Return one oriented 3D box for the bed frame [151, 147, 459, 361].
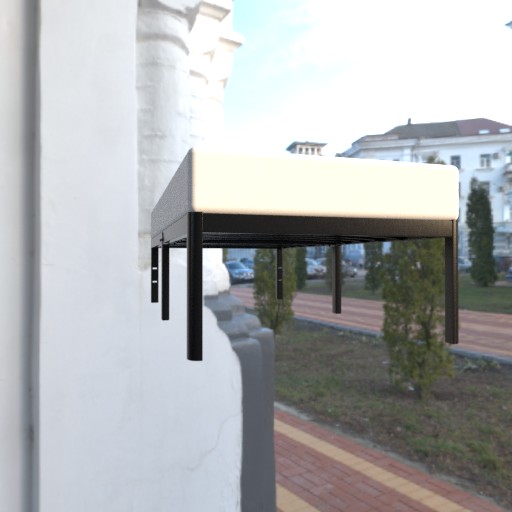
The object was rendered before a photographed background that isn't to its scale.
[{"bbox_3d":[0.000,0.000,2.418,1.023,0.659,1.950,0,0,-17],"label":"bed frame"}]
